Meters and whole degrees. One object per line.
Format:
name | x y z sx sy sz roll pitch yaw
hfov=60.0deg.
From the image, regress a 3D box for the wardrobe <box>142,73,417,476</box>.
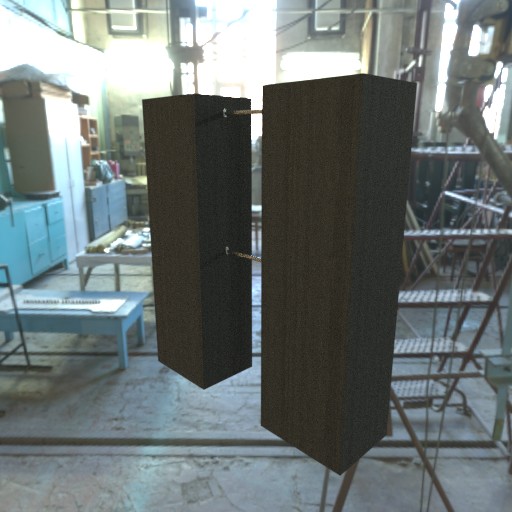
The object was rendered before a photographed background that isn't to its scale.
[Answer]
wardrobe | 0.000 0.000 2.878 0.480 2.000 1.770 -14 20 -43
